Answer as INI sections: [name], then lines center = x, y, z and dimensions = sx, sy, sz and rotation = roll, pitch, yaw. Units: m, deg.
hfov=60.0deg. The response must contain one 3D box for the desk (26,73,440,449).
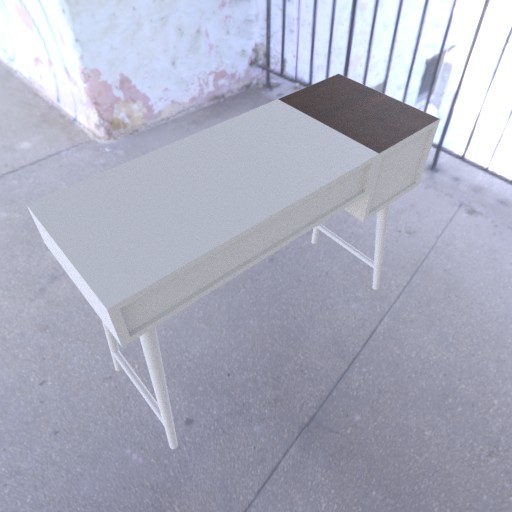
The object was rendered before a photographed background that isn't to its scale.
[desk]
center = 0.000, 0.000, 1.439
dimensions = 1.069, 0.761, 0.409
rotation = -32, 54, -27
